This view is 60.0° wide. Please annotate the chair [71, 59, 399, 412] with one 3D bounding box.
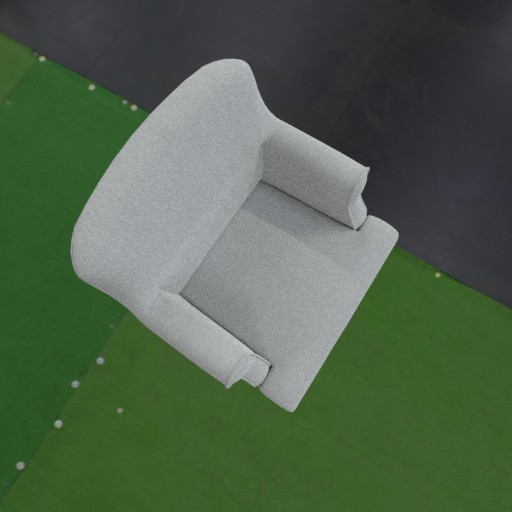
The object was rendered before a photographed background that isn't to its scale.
[{"bbox_3d":[0.000,0.000,1.469,0.750,0.875,0.781,33,78,8],"label":"chair"}]
